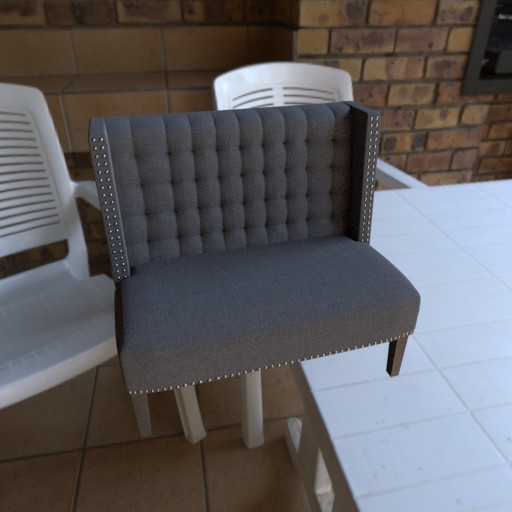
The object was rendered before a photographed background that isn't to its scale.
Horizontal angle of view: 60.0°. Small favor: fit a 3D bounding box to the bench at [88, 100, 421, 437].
[{"bbox_3d":[0.000,0.000,1.999,1.276,1.121,0.842,-9,32,-14],"label":"bench"}]
